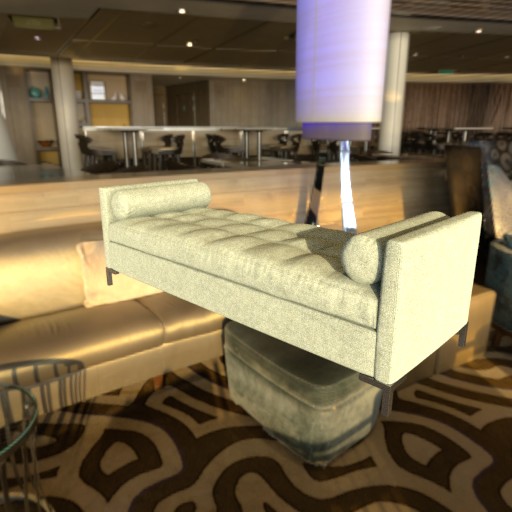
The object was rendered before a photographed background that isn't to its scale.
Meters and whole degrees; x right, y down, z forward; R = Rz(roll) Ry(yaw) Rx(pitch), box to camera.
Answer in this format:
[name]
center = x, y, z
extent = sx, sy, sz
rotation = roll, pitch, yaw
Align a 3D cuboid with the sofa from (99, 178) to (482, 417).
[sofa]
center = 0.000, 0.000, 2.488
extent = 2.102, 0.657, 0.797
rotation = 15, 22, 42
